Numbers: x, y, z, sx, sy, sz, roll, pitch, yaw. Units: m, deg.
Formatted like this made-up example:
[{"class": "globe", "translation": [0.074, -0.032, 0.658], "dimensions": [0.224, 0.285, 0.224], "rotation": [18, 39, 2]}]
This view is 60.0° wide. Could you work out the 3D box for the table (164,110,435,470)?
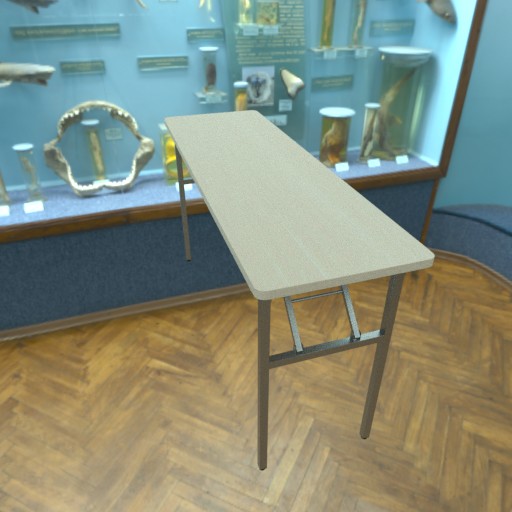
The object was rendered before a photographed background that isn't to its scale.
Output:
[{"class": "table", "translation": [0.000, 0.000, 1.732], "dimensions": [0.446, 0.750, 1.397], "rotation": [-10, 34, -15]}]
